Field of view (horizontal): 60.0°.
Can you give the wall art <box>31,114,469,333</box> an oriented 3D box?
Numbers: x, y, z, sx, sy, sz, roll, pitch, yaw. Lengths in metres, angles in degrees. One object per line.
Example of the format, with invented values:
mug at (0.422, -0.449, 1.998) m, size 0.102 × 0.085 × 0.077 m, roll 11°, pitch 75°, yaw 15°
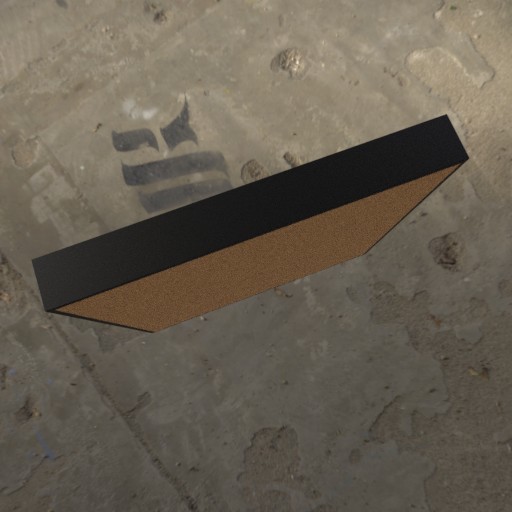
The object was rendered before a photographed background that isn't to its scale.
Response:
wall art at (0.000, 0.000, 0.448) m, size 0.304 × 0.303 × 0.037 m, roll -20°, pitch 78°, yaw -4°
